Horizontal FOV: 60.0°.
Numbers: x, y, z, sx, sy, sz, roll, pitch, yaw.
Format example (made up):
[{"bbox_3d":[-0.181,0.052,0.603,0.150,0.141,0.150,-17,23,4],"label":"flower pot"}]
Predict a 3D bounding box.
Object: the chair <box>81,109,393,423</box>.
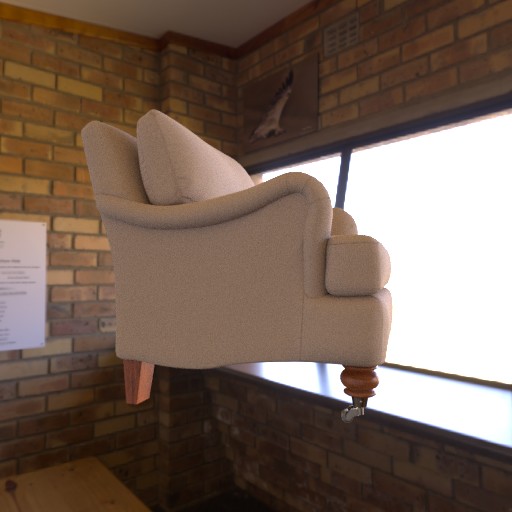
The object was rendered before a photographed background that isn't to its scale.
[{"bbox_3d":[0.000,0.000,1.834,1.070,1.038,0.955,-1,-2,18],"label":"chair"}]
